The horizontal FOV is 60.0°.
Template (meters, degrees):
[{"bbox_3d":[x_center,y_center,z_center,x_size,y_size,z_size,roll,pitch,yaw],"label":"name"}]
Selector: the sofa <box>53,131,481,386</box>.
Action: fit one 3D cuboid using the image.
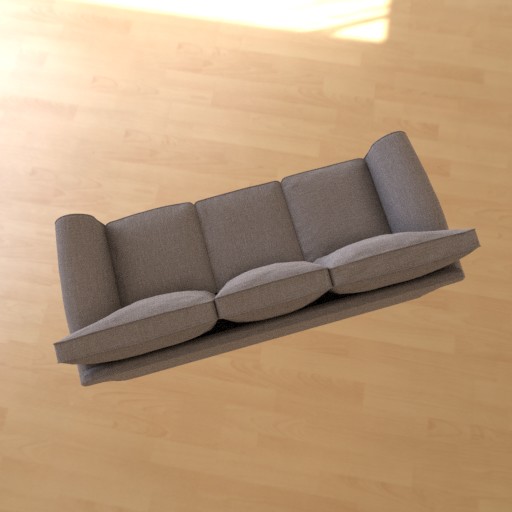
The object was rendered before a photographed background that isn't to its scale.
[{"bbox_3d":[0.000,0.000,2.535,2.084,0.961,0.916,-15,75,-4],"label":"sofa"}]
